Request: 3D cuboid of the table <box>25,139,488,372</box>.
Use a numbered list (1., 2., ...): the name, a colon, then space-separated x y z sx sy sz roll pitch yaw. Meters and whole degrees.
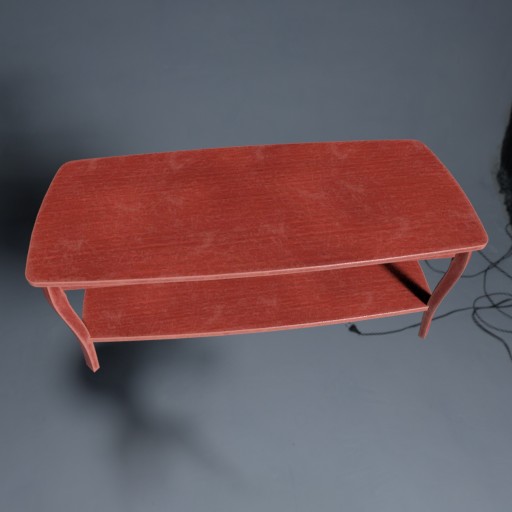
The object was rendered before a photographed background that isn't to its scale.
1. table: 0.000 0.000 1.443 1.216 0.473 0.561 -5 46 -4
